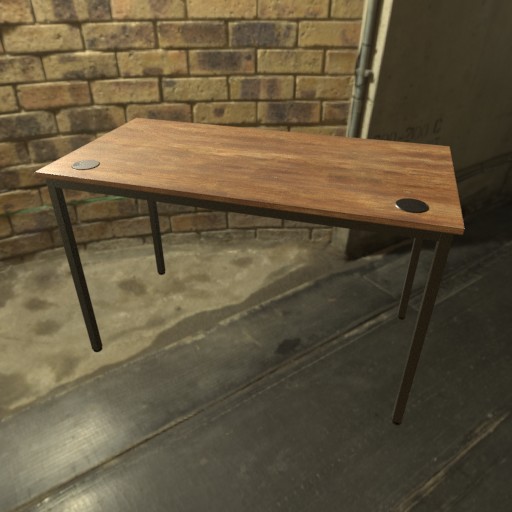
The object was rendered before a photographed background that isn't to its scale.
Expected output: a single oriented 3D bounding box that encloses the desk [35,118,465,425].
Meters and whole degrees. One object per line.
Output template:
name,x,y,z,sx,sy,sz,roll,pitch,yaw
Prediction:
desk,0.000,0.000,1.620,1.200,0.749,0.600,9,34,14
